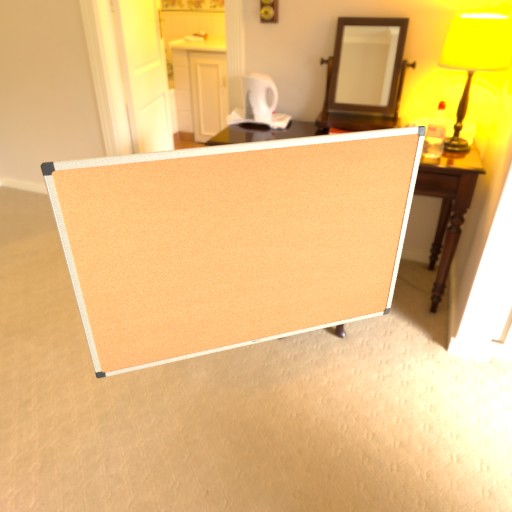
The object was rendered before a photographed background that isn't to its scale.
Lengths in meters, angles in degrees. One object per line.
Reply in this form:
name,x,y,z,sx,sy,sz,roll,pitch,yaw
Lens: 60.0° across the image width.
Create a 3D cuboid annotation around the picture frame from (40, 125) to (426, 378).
picture frame,0.000,0.000,1.151,0.900,0.600,0.010,-10,33,-15
